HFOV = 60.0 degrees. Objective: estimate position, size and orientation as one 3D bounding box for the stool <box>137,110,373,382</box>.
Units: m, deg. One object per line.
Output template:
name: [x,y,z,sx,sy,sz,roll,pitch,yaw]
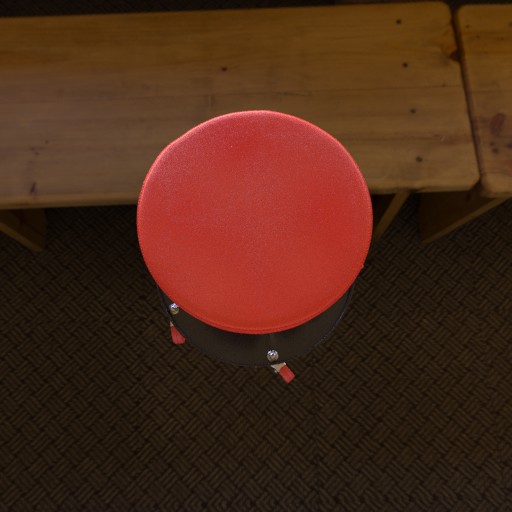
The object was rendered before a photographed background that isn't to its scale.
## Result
stool: [0.000,0.000,0.680,0.381,0.365,0.382,-33,78,-8]
